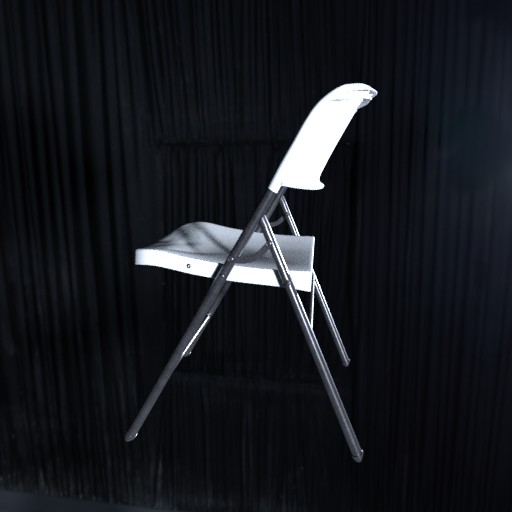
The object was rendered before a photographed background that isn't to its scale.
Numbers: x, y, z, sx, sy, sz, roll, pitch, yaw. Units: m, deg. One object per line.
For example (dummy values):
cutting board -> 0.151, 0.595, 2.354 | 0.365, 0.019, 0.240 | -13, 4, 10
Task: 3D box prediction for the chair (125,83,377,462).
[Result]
chair -> 0.000, 0.000, 1.160 | 0.566, 0.810, 0.494 | 2, 13, 8
